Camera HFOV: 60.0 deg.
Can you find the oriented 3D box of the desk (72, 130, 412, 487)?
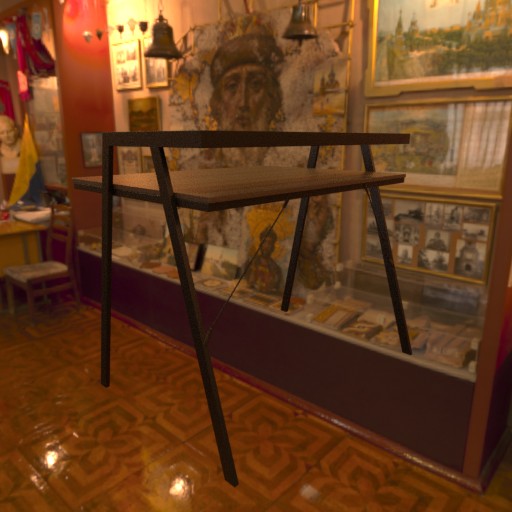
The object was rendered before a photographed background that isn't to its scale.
[{"bbox_3d":[0.000,0.000,1.867,0.936,0.998,1.143,14,20,42],"label":"desk"}]
